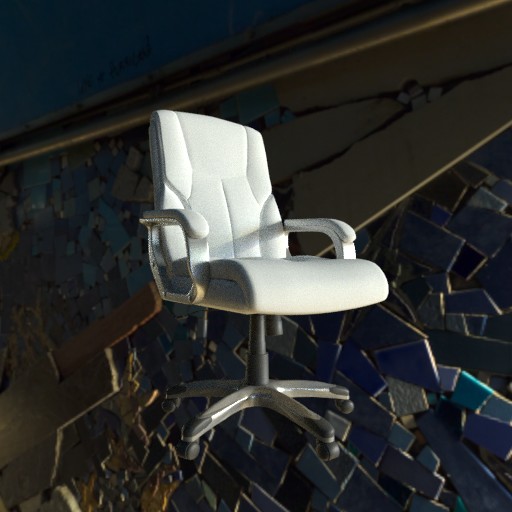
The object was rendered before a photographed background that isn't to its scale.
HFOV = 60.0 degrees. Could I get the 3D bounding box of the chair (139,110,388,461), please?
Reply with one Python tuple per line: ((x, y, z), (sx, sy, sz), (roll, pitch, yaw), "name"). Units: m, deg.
((0.000, 0.000, 1.503), (0.687, 1.120, 0.738), (0, 0, -36), "chair")
